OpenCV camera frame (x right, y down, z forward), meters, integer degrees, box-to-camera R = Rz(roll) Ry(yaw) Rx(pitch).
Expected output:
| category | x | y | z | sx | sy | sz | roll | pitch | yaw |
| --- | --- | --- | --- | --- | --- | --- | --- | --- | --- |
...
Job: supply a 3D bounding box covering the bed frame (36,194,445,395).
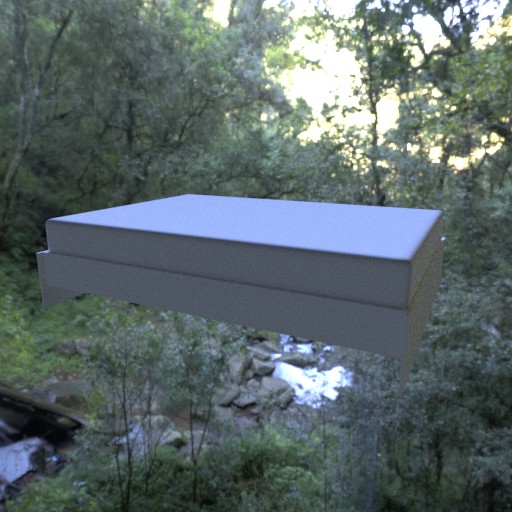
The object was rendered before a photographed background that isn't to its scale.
| category | x | y | z | sx | sy | sz | roll | pitch | yaw |
| --- | --- | --- | --- | --- | --- | --- | --- | --- | --- |
| bed frame | 0.000 | 0.000 | 2.622 | 1.945 | 0.497 | 1.445 | 7 | 16 | 26 |
